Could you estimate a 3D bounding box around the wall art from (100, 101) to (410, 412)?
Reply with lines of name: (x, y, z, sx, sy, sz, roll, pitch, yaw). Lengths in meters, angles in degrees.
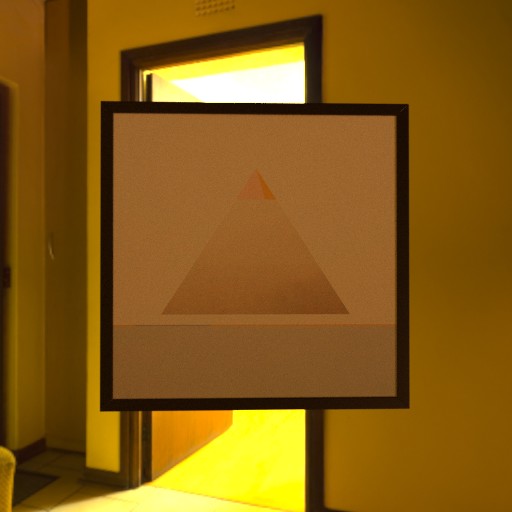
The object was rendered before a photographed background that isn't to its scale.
wall art: (0.000, 0.000, 0.749, 0.513, 0.511, 0.028, 0, 0, -2)
